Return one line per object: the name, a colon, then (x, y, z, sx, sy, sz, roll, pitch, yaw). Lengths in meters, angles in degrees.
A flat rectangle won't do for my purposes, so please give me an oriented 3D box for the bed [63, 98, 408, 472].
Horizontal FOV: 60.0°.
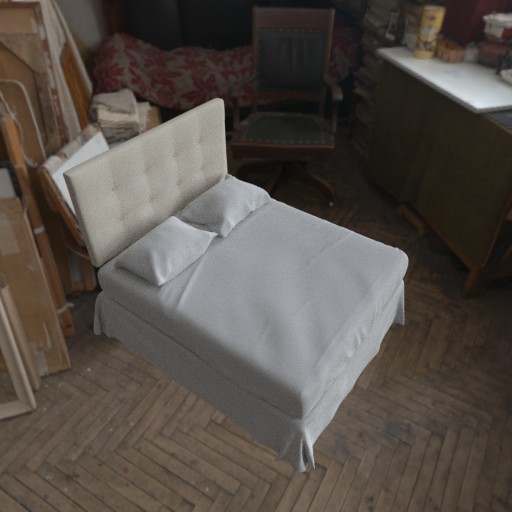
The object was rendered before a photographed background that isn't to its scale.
bed: (0.000, 0.000, 3.522, 2.222, 1.577, 1.936, 26, 47, 26)
